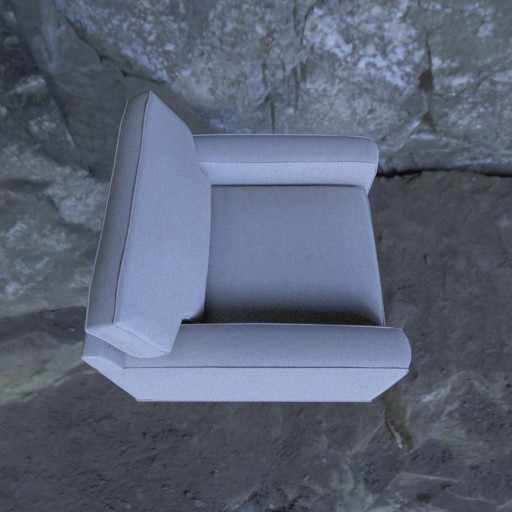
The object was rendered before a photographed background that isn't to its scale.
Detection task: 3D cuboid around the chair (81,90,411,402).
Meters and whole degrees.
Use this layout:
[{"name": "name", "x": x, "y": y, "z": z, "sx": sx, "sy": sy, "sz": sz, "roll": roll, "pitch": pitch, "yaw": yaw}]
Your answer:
[{"name": "chair", "x": 0.000, "y": 0.000, "z": 1.786, "sx": 1.043, "sy": 0.913, "sz": 0.998, "roll": 0, "pitch": 63, "yaw": 0}]
